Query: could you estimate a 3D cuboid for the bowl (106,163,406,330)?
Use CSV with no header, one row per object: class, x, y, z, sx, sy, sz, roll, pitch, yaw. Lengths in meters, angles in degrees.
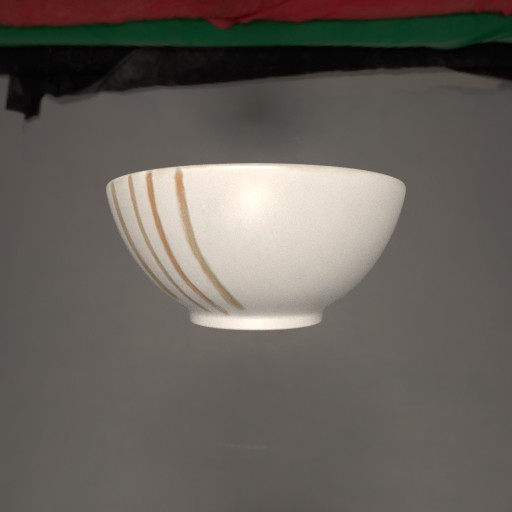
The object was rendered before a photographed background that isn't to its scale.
bowl,0.000,0.000,0.419,0.268,0.121,0.268,0,0,0
